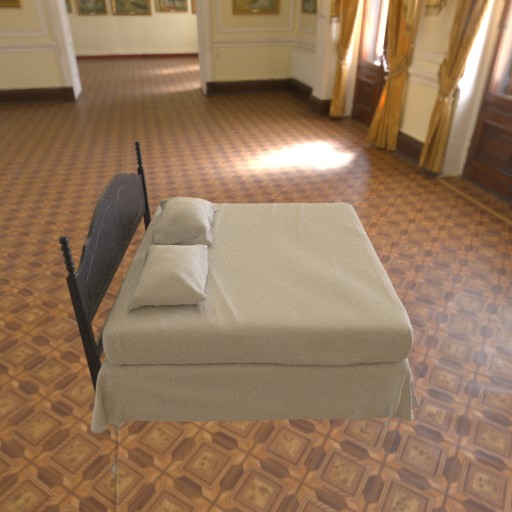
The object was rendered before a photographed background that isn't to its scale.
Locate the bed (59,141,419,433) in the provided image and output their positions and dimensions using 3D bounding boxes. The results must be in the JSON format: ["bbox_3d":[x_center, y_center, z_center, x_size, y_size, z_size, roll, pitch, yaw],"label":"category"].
[{"bbox_3d":[0.000,0.000,3.583,2.219,1.355,2.322,0,30,-1],"label":"bed"}]
